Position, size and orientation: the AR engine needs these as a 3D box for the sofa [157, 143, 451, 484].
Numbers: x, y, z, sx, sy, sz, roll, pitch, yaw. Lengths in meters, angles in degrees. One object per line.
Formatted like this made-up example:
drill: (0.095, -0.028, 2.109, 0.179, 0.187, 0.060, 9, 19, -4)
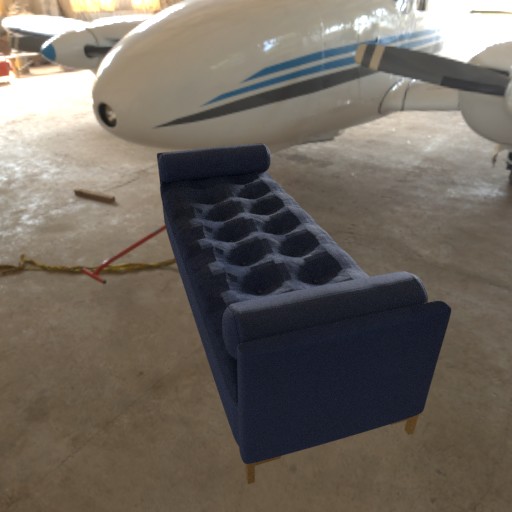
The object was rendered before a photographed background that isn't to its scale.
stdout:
sofa: (0.000, 0.000, 2.433, 0.796, 0.705, 2.102, -9, 32, -15)
